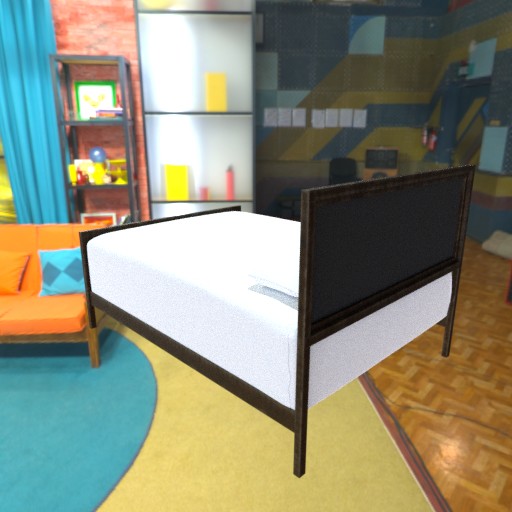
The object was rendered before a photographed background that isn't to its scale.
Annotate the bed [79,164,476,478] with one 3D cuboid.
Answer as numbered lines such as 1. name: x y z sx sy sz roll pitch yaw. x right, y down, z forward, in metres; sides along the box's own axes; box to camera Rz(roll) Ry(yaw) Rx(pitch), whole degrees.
1. bed: 0.000 0.000 3.134 1.607 1.313 2.221 -16 23 -42
